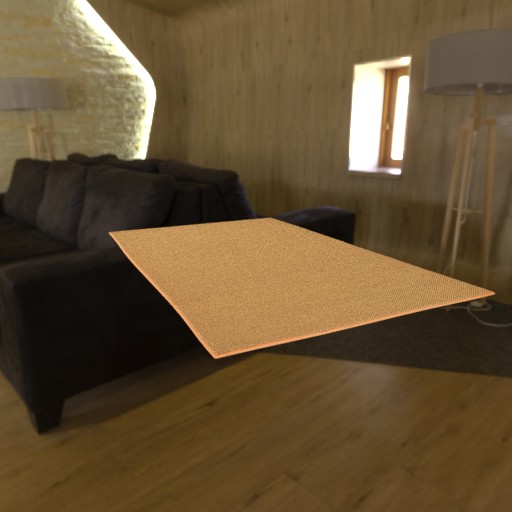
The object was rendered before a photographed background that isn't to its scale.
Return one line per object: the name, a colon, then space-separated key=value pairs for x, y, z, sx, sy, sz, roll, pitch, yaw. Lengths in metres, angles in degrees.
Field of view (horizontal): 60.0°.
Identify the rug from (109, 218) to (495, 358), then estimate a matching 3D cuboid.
rug: x=0.000 y=0.000 z=2.064 sx=1.078 sy=0.013 sz=1.678 roll=-7 pitch=17 yaw=-26
